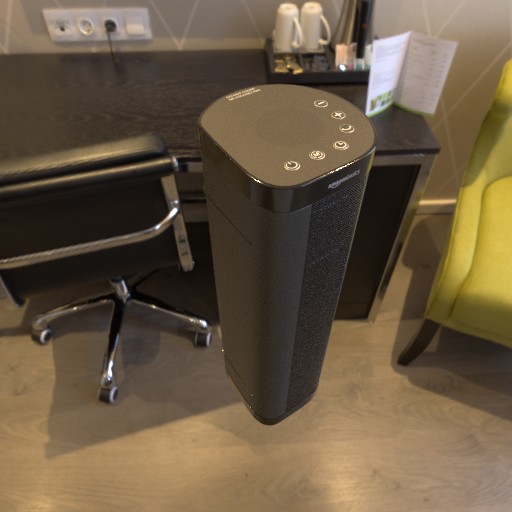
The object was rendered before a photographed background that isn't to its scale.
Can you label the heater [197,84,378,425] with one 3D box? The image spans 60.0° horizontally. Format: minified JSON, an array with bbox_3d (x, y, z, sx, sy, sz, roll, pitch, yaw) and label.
[{"bbox_3d":[0.000,0.000,0.696,0.174,0.552,0.312,-26,54,-21],"label":"heater"}]
